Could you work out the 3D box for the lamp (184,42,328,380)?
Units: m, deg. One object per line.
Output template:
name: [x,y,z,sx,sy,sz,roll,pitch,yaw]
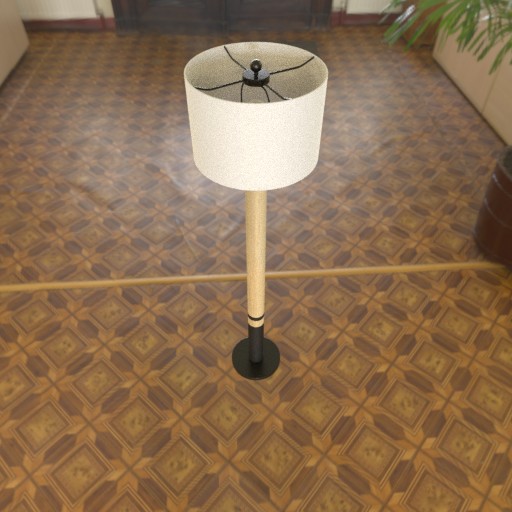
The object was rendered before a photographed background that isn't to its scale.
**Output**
lamp: [0.000,0.000,1.692,0.381,1.478,0.381,32,54,27]
